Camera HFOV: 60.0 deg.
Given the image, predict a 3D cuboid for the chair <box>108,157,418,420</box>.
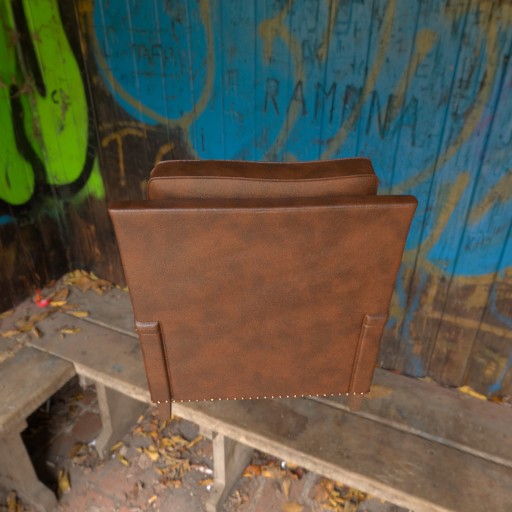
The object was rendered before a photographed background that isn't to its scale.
[{"bbox_3d":[0.000,0.000,1.861,0.854,1.054,1.035,-2,30,-3],"label":"chair"}]
